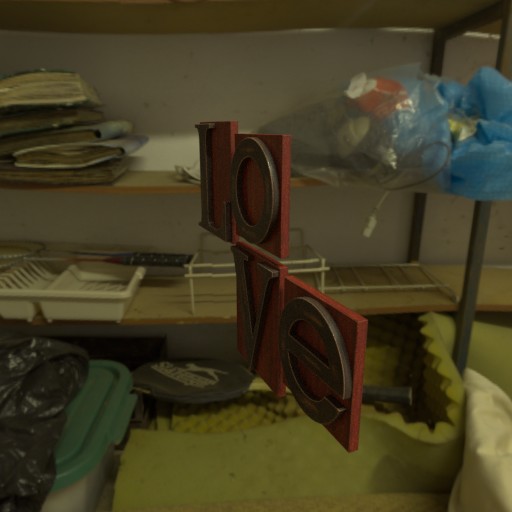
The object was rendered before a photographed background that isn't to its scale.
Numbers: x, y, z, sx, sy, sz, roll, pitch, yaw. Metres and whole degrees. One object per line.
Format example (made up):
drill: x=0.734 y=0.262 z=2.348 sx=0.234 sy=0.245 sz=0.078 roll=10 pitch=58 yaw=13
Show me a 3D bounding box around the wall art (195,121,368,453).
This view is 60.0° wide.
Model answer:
wall art: x=0.000 y=0.000 z=0.848 sx=0.030 sy=0.497 sz=0.635 roll=-7 pitch=18 yaw=-24
